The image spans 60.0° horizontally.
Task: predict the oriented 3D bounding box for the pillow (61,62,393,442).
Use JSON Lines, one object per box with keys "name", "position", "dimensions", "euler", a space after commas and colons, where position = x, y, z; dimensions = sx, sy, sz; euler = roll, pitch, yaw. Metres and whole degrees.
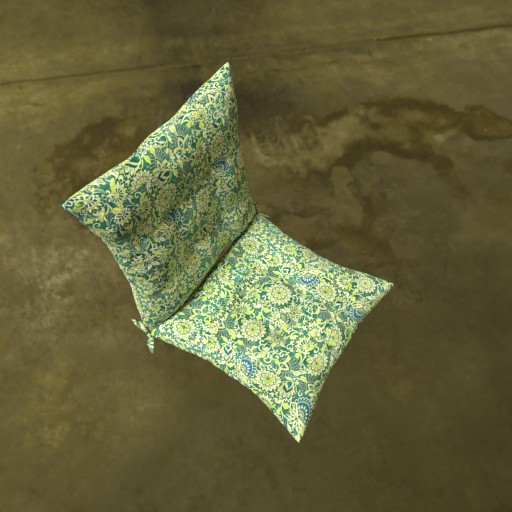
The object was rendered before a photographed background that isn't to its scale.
{"name": "pillow", "position": [0.000, 0.000, 1.031], "dimensions": [0.585, 0.536, 0.541], "euler": [30, 62, 18]}
